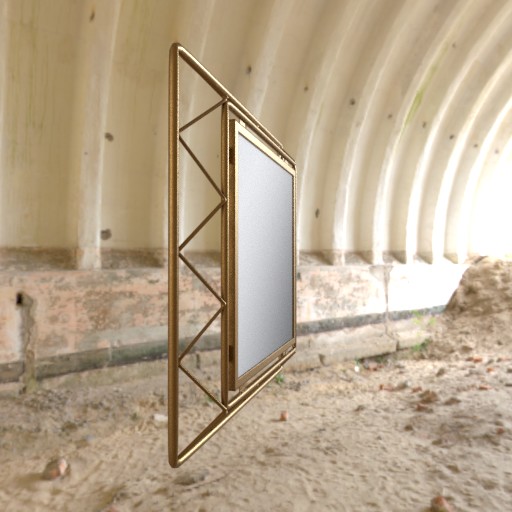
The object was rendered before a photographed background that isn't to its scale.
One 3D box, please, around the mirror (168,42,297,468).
[{"bbox_3d":[0.000,0.000,0.613,0.046,0.414,0.416,0,-1,18],"label":"mirror"}]
